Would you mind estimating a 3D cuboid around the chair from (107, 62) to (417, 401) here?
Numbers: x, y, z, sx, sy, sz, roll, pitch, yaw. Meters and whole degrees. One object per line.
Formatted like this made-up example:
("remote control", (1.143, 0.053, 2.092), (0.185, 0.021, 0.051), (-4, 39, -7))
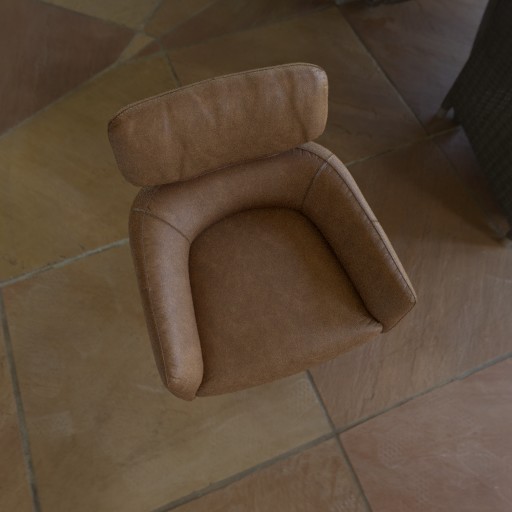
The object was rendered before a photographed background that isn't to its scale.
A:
("chair", (0.000, 0.000, 1.355), (0.706, 0.812, 0.715), (-17, 66, -8))
